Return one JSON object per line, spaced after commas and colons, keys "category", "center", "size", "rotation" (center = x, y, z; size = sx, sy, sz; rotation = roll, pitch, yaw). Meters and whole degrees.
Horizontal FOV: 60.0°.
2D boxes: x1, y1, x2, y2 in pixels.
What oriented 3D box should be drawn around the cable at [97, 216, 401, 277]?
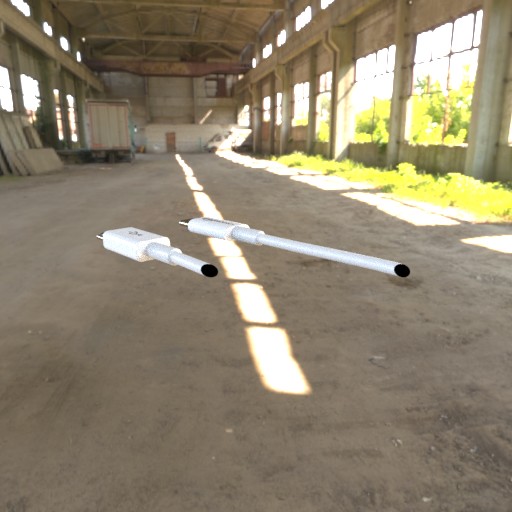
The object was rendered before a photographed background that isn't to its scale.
{"category": "cable", "center": [0.000, 0.000, 0.112], "size": [0.040, 0.006, 0.098], "rotation": [-14, 21, -42]}
